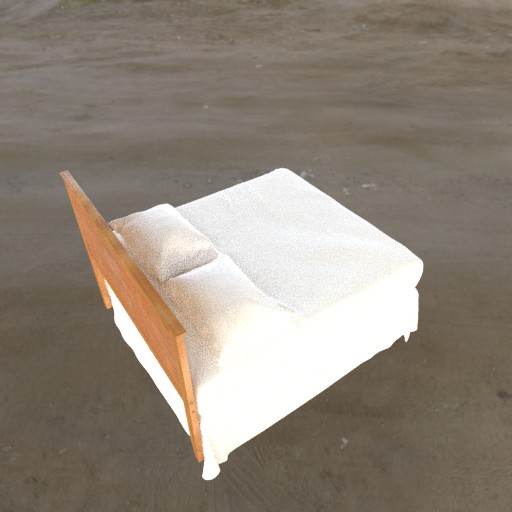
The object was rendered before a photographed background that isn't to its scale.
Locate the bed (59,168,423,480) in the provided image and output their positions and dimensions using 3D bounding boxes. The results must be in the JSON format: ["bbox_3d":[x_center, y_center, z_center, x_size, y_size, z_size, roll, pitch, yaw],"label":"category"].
[{"bbox_3d":[0.000,0.000,3.247,2.035,1.273,1.870,-25,47,-26],"label":"bed"}]
